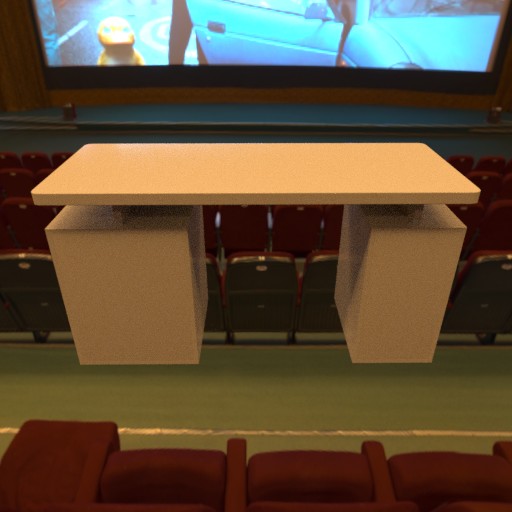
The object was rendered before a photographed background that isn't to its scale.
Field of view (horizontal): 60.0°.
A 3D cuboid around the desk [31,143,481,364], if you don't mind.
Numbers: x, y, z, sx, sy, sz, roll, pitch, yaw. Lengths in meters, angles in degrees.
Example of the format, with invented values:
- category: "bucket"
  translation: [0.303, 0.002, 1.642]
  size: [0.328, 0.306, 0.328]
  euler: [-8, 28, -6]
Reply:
- category: "desk"
  translation: [0.000, 0.000, 1.788]
  size: [1.400, 0.762, 0.550]
  euler: [0, 30, 0]
